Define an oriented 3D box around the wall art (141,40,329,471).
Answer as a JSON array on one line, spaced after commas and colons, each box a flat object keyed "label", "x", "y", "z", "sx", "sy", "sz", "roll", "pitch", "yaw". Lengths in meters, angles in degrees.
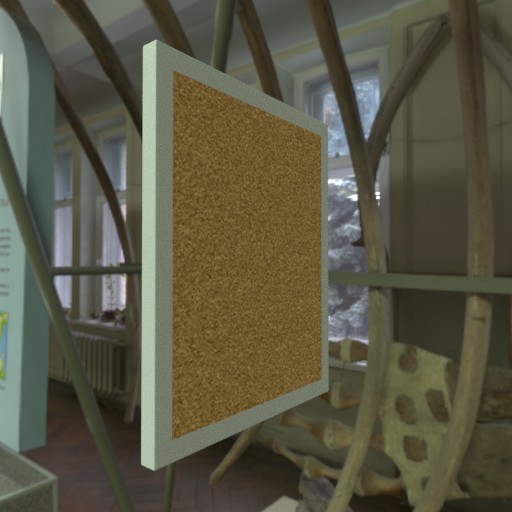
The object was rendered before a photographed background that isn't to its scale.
[{"label": "wall art", "x": 0.000, "y": 0.000, "z": 0.756, "sx": 0.028, "sy": 0.556, "sz": 0.454, "roll": -1, "pitch": -1, "yaw": 38}]
